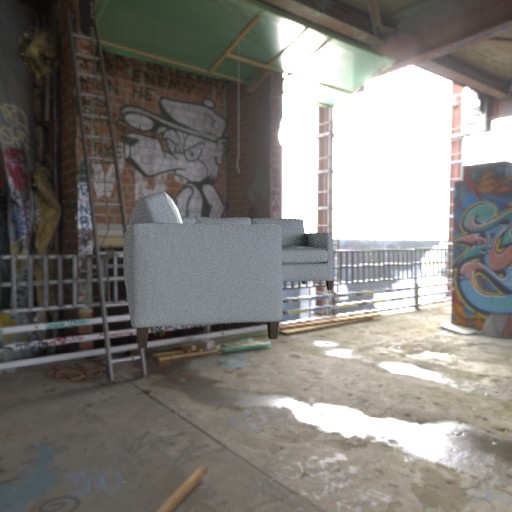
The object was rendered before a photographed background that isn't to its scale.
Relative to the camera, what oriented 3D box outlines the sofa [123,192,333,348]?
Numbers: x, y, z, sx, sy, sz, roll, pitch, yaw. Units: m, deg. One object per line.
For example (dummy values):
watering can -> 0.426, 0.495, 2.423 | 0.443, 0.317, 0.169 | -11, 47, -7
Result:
sofa -> 0.000, 0.000, 4.428 | 2.522, 0.934, 3.333 | -1, 2, -17
